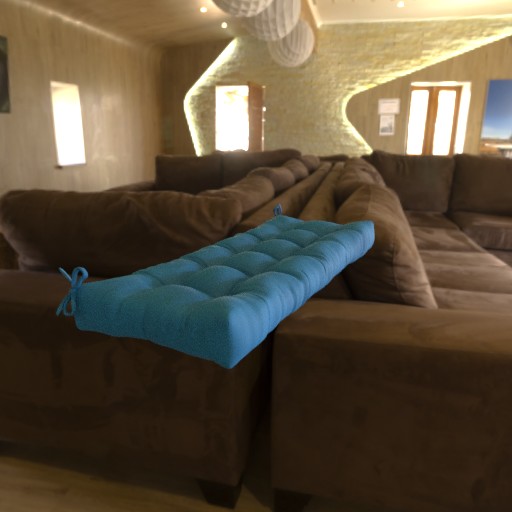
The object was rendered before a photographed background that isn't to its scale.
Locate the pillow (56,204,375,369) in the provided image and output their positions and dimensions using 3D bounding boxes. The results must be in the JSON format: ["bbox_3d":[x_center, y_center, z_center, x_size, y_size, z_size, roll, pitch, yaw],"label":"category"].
[{"bbox_3d":[0.000,0.000,1.417,0.511,0.174,1.194,8,17,27],"label":"pillow"}]
